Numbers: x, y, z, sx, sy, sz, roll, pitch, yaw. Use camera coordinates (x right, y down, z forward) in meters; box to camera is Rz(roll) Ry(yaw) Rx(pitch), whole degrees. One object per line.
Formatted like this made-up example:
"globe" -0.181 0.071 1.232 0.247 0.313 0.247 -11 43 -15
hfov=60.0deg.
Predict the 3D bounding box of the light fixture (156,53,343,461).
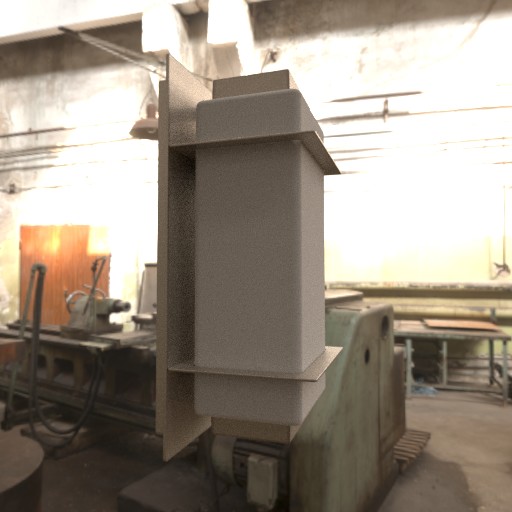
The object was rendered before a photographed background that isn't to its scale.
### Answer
"light fixture" 0.000 0.000 0.472 0.160 0.380 0.168 -1 -2 18
